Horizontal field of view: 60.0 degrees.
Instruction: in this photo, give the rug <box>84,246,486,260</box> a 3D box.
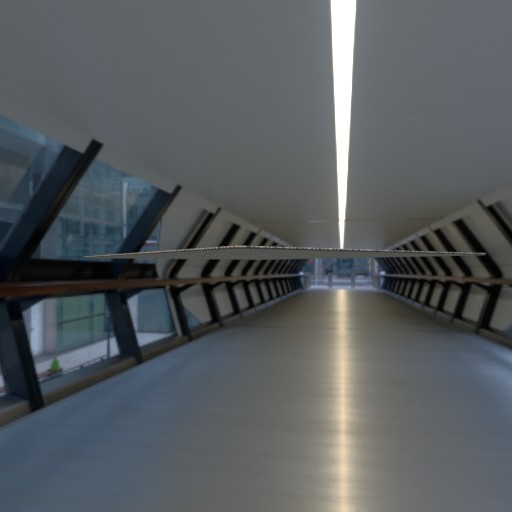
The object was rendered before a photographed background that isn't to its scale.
[{"bbox_3d":[0.000,0.000,4.266,2.439,0.014,3.207,1,-2,-35],"label":"rug"}]
